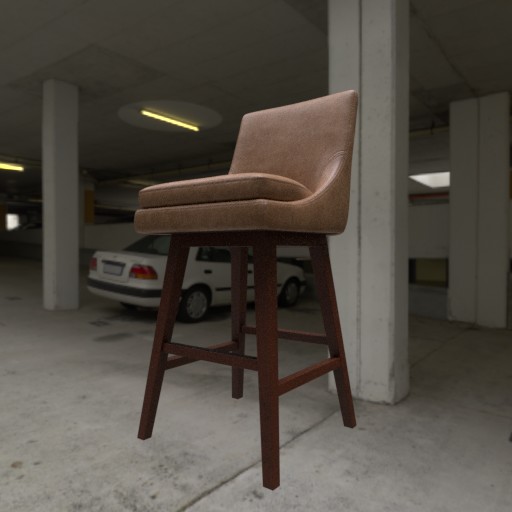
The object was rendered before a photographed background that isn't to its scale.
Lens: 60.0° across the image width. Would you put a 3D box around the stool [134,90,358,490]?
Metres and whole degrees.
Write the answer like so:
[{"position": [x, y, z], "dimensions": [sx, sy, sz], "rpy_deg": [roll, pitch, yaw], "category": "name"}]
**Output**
[{"position": [0.000, 0.000, 1.375], "dimensions": [0.487, 1.079, 0.572], "rpy_deg": [1, 1, 36], "category": "stool"}]
